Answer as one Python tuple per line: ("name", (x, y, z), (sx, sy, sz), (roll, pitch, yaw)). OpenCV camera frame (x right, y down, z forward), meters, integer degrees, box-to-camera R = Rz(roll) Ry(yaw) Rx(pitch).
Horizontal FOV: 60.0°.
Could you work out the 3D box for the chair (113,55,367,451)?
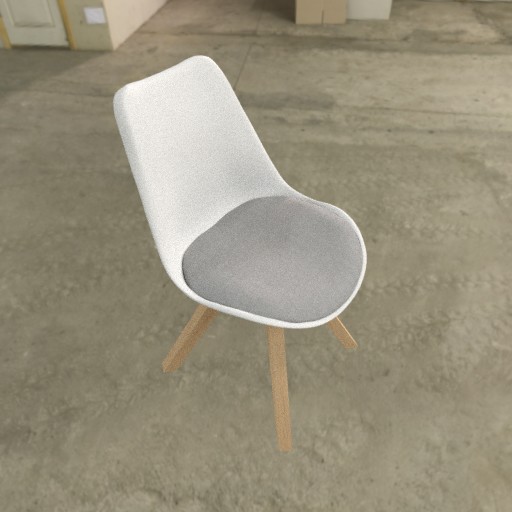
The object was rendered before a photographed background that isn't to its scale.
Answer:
("chair", (0.000, 0.000, 1.158), (0.550, 0.850, 0.485), (25, 48, 25))
